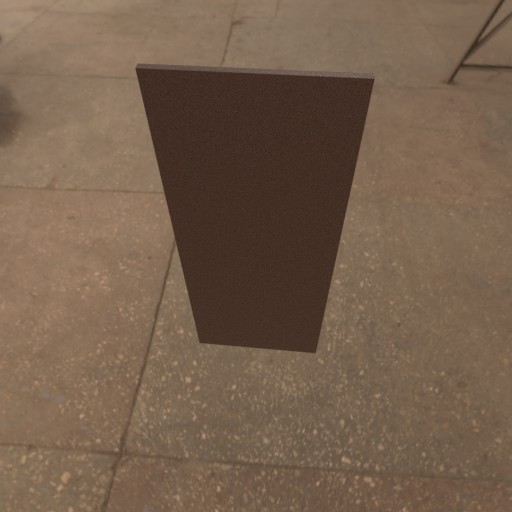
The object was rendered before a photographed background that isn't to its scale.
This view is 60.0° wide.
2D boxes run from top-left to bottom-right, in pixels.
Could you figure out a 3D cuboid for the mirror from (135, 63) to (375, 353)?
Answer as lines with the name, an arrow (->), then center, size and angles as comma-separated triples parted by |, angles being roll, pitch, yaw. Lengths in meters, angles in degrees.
mirror -> 0.000, 0.000, 2.300 | 0.812, 2.020, 0.221 | 4, 46, 4
